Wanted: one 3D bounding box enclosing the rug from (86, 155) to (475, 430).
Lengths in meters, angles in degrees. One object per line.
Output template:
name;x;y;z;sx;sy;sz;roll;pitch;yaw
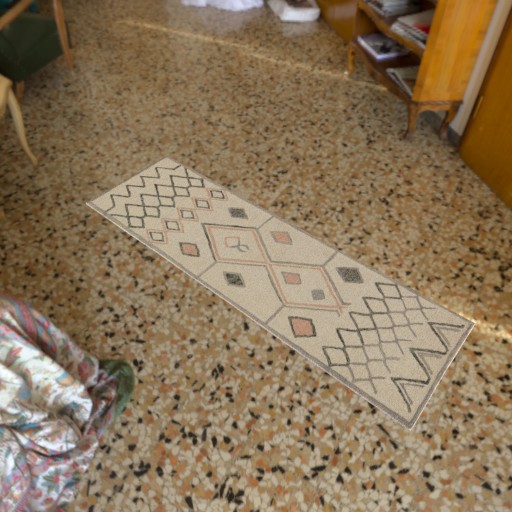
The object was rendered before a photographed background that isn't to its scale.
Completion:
rug;0.000;0.000;2.710;2.435;0.011;0.750;32;54;26
